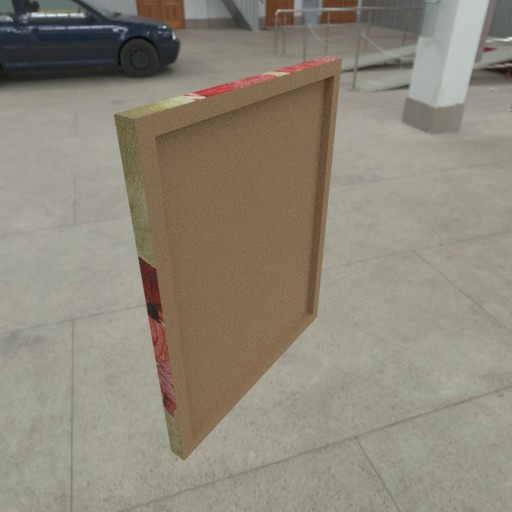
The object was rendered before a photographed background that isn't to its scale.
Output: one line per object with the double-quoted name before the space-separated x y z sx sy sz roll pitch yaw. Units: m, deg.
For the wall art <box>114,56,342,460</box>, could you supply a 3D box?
"wall art" 0.000 0.000 0.672 0.028 0.508 0.406 21 38 30
